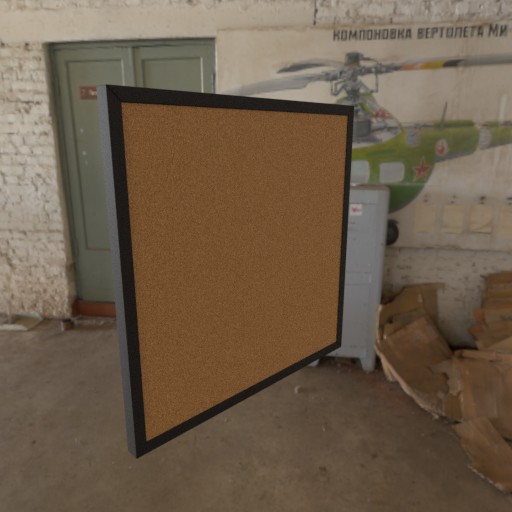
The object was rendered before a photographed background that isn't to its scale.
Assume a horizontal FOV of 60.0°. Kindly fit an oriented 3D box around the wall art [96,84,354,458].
[{"bbox_3d":[0.000,0.000,1.133,0.763,0.763,0.037,-14,21,-43],"label":"wall art"}]
